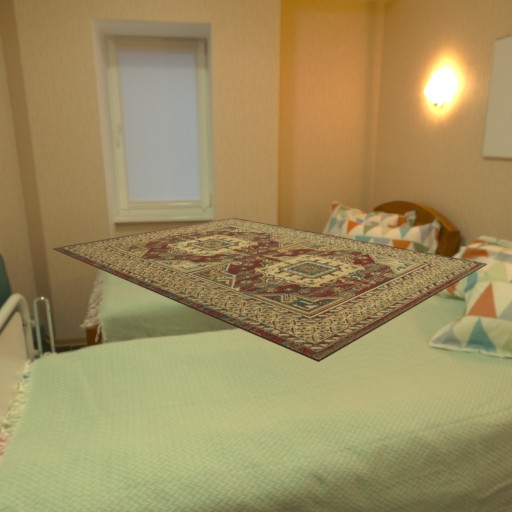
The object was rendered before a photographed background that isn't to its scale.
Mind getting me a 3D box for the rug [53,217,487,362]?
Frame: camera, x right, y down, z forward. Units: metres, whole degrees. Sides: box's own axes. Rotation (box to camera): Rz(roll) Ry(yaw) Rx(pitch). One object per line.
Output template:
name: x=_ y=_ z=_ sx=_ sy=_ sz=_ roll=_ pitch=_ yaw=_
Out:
rug: x=0.000 y=0.000 z=4.051 sx=3.197 sy=0.013 sz=2.381 roll=14 pitch=21 yaw=43
